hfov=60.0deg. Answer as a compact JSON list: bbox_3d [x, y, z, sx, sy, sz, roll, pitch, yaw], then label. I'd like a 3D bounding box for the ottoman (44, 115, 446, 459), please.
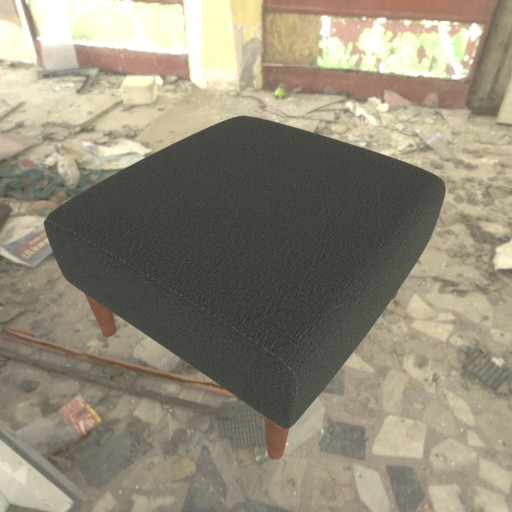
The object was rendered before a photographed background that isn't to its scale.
[{"bbox_3d":[0.000,0.000,1.051,0.649,0.398,0.650,26,46,27],"label":"ottoman"}]
